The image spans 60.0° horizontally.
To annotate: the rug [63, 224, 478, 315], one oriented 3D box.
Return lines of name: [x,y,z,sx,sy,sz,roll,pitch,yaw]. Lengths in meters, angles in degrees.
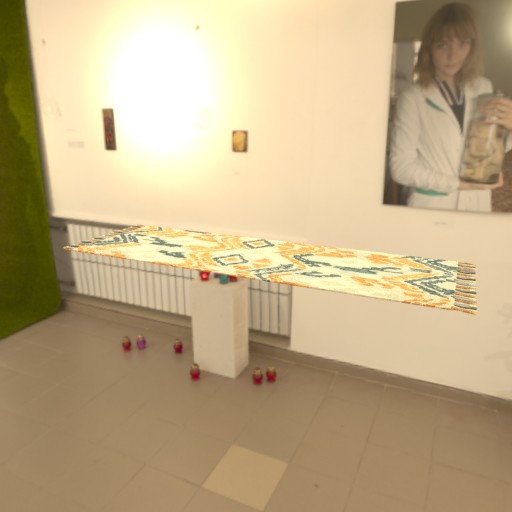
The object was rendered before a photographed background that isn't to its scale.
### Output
rug: [0.000,0.000,2.709,2.437,0.010,0.783,8,18,24]
